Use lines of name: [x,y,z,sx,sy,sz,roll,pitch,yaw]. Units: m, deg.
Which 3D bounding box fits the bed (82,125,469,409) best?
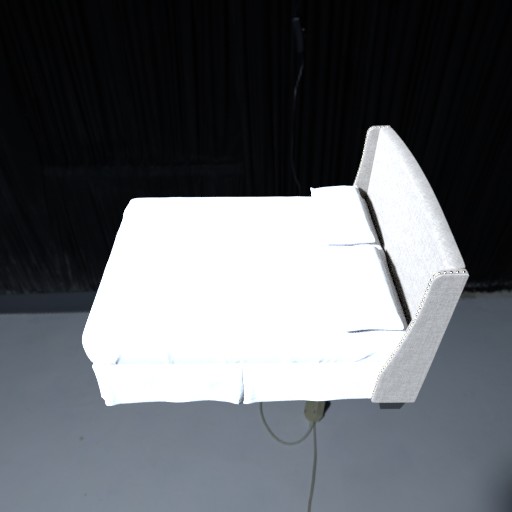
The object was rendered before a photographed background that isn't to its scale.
bed: [0.000,0.000,3.299,2.237,1.407,1.710,0,42,0]
